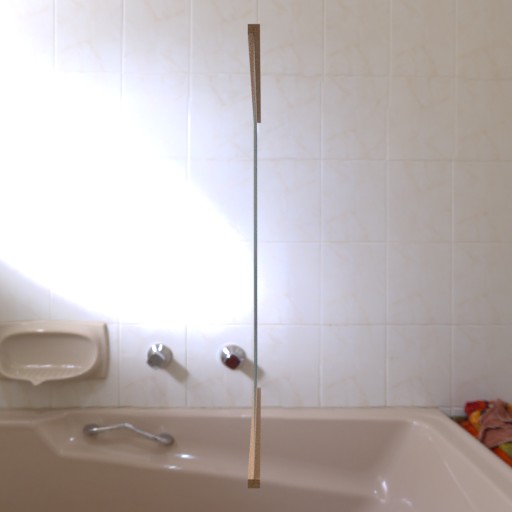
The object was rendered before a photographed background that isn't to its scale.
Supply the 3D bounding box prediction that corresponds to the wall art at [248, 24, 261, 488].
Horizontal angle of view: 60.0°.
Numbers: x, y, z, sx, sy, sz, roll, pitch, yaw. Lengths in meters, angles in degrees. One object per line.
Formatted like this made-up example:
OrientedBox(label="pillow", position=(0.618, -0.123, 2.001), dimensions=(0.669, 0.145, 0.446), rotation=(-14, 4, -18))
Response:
OrientedBox(label="wall art", position=(0.000, 0.000, 0.655), dimensions=(0.013, 0.510, 0.335), rotation=(0, 0, 1))
